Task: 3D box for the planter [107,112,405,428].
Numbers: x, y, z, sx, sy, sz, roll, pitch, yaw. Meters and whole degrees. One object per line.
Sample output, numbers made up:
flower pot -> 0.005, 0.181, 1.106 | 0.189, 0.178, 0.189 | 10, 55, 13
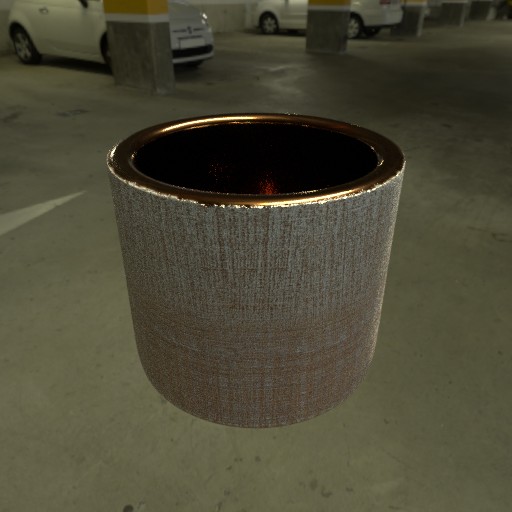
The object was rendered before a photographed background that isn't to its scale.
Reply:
planter -> 0.000, 0.000, 0.308 | 0.177, 0.157, 0.177 | 0, 31, 0
